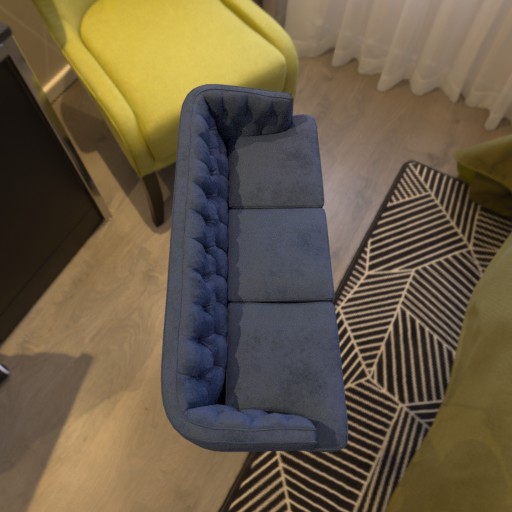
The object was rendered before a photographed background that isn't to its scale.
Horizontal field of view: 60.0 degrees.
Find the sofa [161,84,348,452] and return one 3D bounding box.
[{"bbox_3d":[0.000,0.000,2.797,0.941,0.855,2.278,-1,64,0],"label":"sofa"}]
